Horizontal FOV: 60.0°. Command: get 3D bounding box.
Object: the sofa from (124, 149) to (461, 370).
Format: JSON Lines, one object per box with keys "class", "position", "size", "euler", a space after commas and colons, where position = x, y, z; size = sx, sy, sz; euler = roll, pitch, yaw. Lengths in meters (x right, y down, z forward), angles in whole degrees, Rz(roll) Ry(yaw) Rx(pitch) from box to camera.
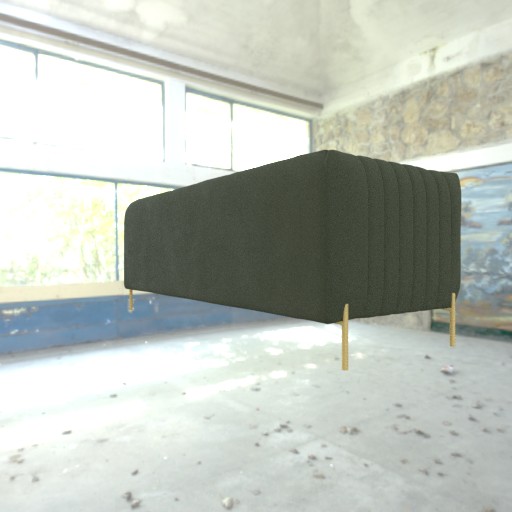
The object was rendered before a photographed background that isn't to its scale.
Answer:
{"class": "sofa", "position": [0.000, 0.000, 2.620], "size": [0.896, 0.793, 2.137], "euler": [0, 0, -36]}
